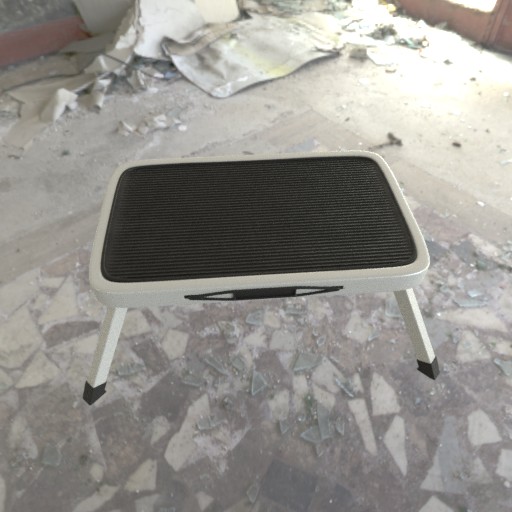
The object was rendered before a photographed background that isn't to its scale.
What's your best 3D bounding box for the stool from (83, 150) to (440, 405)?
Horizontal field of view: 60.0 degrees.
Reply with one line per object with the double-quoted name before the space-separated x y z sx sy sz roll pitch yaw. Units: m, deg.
"stool" 0.000 0.000 0.610 0.460 0.170 0.320 -3 47 -3
